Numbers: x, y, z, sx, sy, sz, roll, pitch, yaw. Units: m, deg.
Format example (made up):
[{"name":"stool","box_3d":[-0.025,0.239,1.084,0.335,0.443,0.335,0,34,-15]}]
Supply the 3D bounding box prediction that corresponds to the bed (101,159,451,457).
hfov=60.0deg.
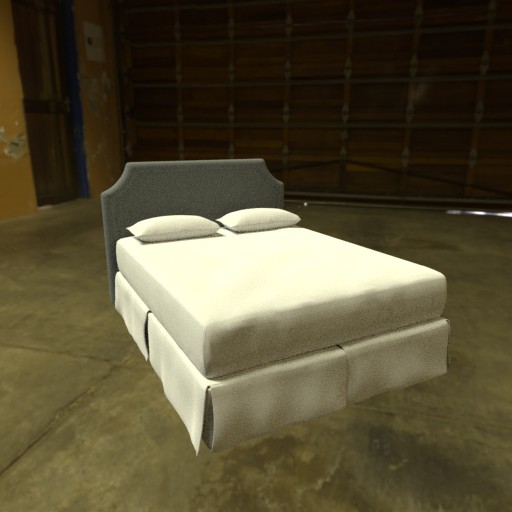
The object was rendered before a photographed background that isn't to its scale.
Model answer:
[{"name":"bed","box_3d":[0.000,0.000,3.320,1.811,1.296,2.259,-8,17,-27]}]
